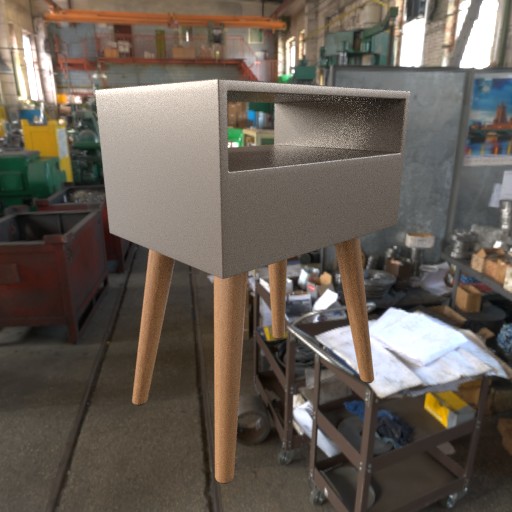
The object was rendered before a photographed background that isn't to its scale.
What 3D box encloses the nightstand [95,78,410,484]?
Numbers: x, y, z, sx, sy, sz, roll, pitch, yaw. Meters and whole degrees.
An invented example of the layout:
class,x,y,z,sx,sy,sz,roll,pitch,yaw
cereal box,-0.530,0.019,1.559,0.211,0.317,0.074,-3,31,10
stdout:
class,x,y,z,sx,sy,sz,roll,pitch,yaw
nightstand,0.000,0.000,0.725,0.370,0.508,0.288,-16,24,-41
